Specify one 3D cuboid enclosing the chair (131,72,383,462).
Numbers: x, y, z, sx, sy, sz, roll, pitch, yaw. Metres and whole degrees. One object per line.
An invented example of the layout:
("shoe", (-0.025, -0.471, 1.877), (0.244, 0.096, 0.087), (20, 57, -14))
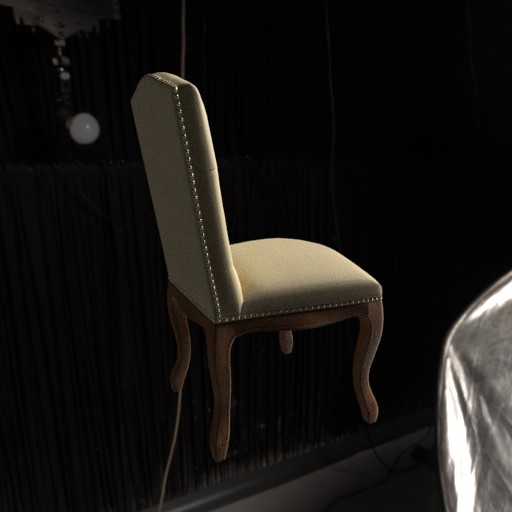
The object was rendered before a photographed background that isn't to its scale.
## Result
("chair", (0.000, 0.000, 1.559), (0.715, 1.165, 0.623), (-8, 17, -26))
